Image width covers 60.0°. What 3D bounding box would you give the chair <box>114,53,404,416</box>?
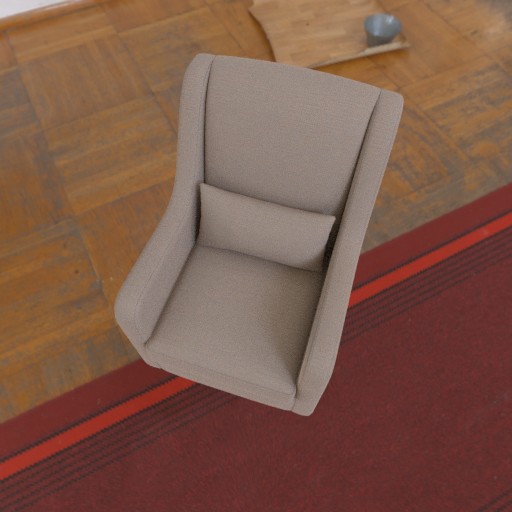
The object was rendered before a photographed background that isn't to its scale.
[{"bbox_3d":[0.000,0.000,1.645,0.715,1.017,0.896,15,61,9],"label":"chair"}]
